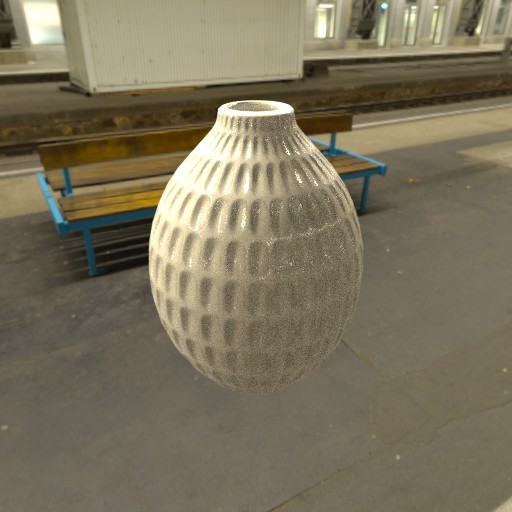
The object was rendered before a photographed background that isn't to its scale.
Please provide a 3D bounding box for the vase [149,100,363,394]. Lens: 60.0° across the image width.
[{"bbox_3d":[0.000,0.000,0.342,0.162,0.223,0.162,0,28,0],"label":"vase"}]
